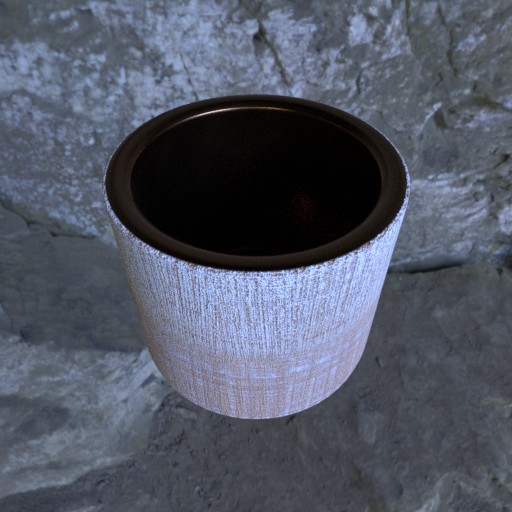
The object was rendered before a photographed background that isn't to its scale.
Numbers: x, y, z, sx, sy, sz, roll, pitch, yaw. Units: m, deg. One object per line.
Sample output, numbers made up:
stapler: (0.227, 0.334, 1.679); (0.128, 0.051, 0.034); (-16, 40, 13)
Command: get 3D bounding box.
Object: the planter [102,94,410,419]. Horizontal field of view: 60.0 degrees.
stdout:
planter: (0.000, 0.000, 0.191); (0.109, 0.096, 0.109); (0, 46, 0)
